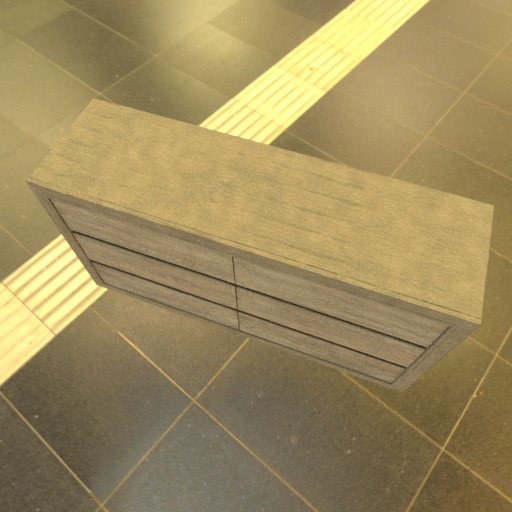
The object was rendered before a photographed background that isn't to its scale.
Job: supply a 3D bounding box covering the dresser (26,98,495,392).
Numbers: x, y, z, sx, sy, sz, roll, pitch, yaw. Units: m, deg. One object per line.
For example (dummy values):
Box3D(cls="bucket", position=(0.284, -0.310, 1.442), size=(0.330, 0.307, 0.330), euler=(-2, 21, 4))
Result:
Box3D(cls="dresser", position=(0.000, 0.000, 1.981), size=(1.628, 0.889, 0.483), euler=(18, 61, 10))
